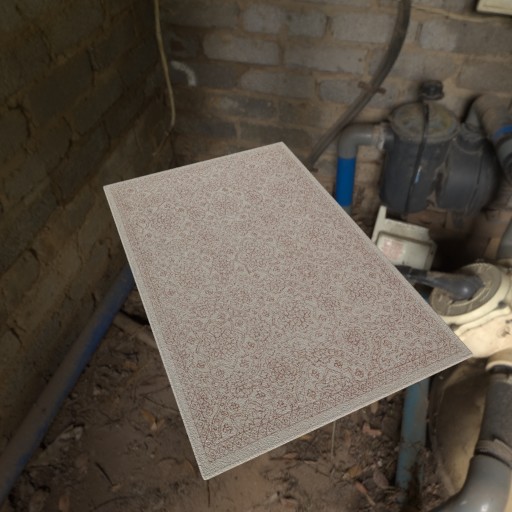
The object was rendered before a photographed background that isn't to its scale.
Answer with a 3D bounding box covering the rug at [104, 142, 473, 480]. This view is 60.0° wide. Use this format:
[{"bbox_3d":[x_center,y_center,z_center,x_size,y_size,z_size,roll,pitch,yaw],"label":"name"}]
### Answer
[{"bbox_3d":[0.000,0.000,2.293,1.219,0.010,1.829,-18,49,-16],"label":"rug"}]
